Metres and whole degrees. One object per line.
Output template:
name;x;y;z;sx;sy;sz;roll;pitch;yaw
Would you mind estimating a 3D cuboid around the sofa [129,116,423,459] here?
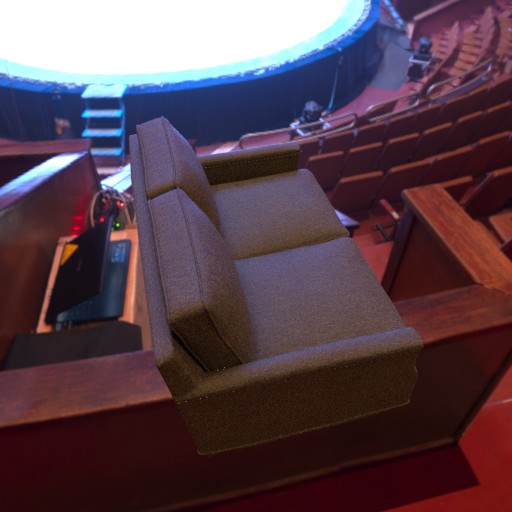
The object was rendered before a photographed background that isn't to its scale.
sofa;0.000;0.000;2.269;1.084;1.003;1.597;-10;45;-10
